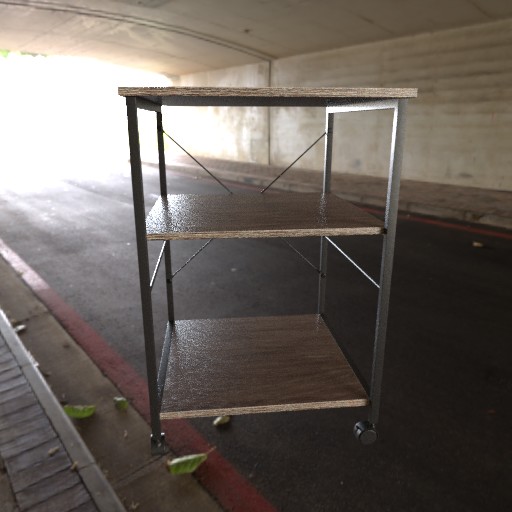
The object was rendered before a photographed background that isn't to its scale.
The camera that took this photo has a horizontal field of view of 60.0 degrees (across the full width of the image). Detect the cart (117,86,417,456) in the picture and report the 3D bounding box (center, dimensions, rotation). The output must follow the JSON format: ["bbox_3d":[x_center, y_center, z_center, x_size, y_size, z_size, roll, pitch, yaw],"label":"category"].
[{"bbox_3d":[0.000,0.000,1.118,0.521,0.762,0.520,-2,17,-6],"label":"cart"}]
